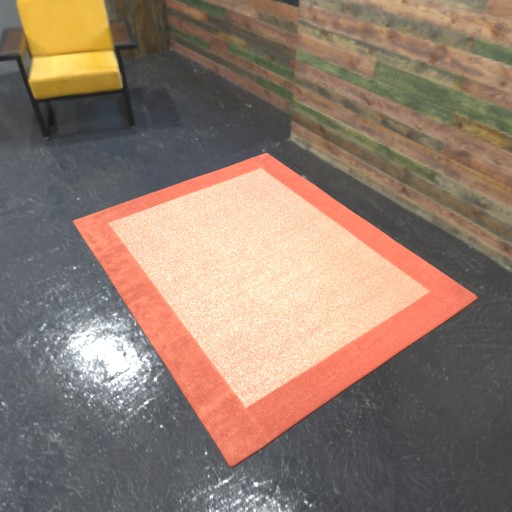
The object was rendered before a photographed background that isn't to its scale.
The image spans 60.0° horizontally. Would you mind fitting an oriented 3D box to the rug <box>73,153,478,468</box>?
[{"bbox_3d":[0.000,0.000,4.055,2.430,0.018,2.976,-25,48,-25],"label":"rug"}]
